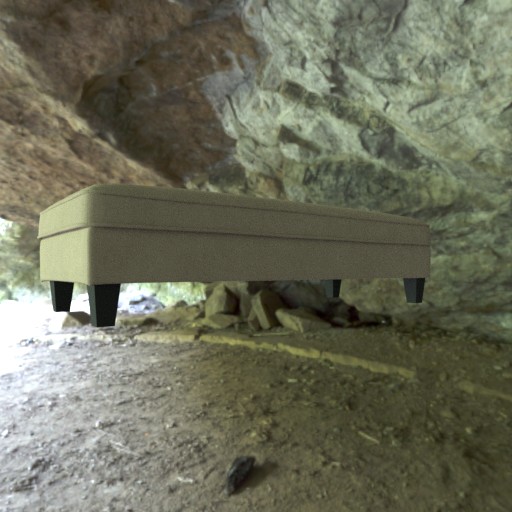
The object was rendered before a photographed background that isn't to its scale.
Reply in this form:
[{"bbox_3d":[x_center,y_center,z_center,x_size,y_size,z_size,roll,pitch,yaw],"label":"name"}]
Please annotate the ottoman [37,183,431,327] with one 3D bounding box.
[{"bbox_3d":[0.000,0.000,2.024,1.726,0.460,0.735,1,-2,-36],"label":"ottoman"}]
